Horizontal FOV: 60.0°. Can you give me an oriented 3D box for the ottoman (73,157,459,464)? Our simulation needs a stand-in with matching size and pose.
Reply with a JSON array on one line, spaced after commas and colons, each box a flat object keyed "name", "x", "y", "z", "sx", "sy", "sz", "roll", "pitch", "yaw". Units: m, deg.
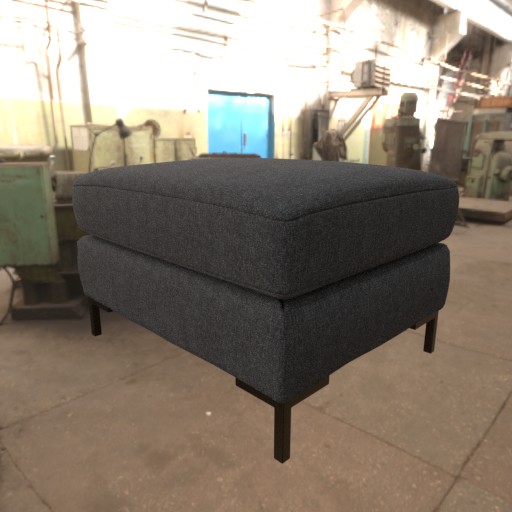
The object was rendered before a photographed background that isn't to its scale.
[{"name": "ottoman", "x": 0.000, "y": 0.000, "z": 1.250, "sx": 0.695, "sy": 0.533, "sz": 0.831, "roll": -14, "pitch": 20, "yaw": -43}]
